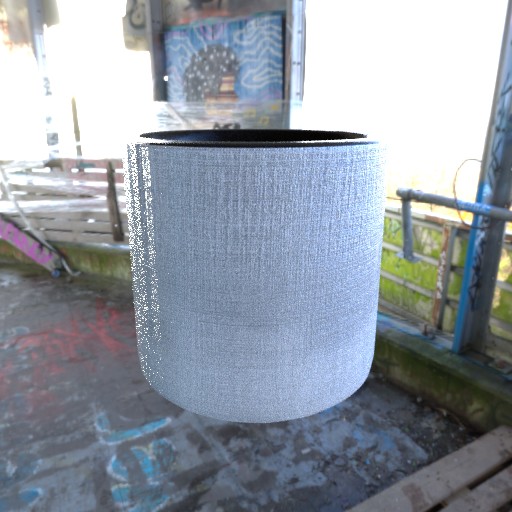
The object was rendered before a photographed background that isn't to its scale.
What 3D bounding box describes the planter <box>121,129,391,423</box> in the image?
[{"bbox_3d":[0.000,0.000,0.292,0.160,0.156,0.160,0,18,0],"label":"planter"}]
